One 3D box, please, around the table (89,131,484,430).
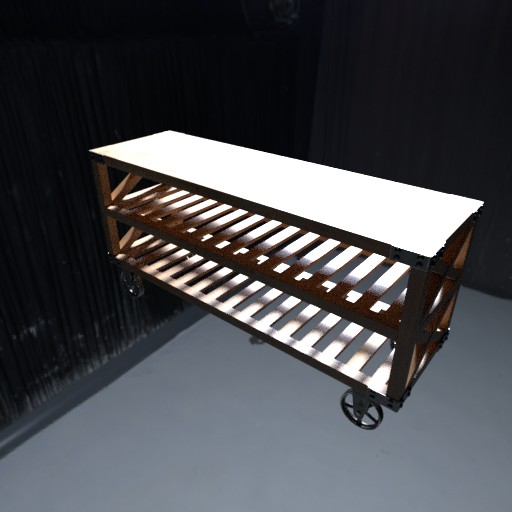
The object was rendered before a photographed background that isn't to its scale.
[{"bbox_3d":[0.000,0.000,1.817,1.487,0.711,0.467,22,36,33],"label":"table"}]
